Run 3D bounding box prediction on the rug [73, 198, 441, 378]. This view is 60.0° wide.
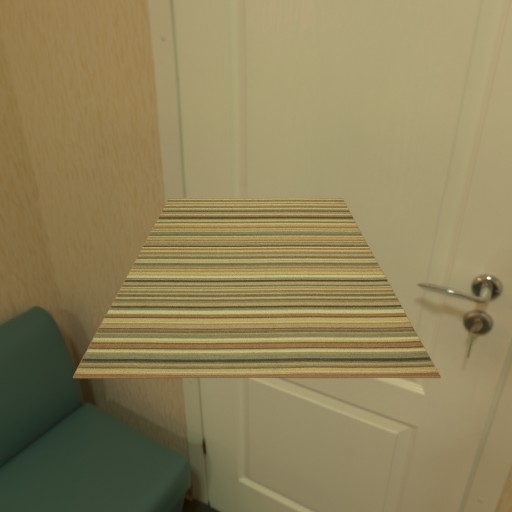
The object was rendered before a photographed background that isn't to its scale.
[{"bbox_3d":[0.000,0.000,2.282,1.219,0.008,1.829,0,26,0],"label":"rug"}]
